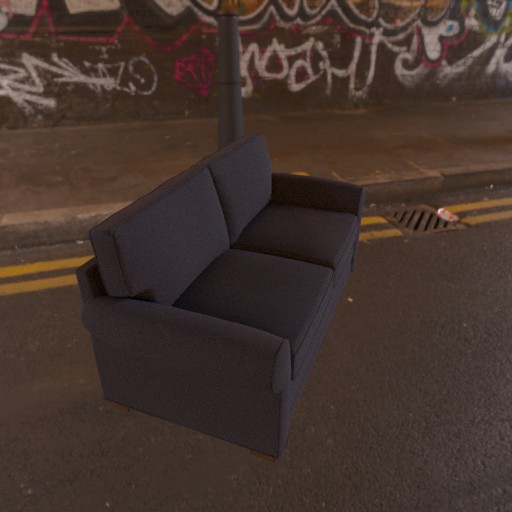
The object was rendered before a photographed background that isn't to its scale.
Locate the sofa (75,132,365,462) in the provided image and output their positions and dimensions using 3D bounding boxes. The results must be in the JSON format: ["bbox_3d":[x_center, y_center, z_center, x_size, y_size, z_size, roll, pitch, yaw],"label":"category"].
[{"bbox_3d":[0.000,0.000,2.585,0.951,1.031,2.009,11,31,19],"label":"sofa"}]
